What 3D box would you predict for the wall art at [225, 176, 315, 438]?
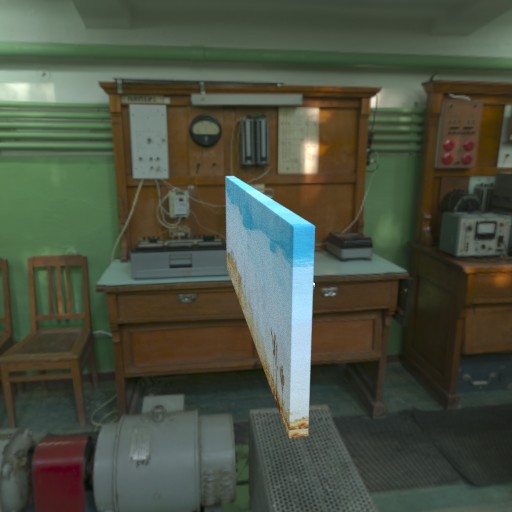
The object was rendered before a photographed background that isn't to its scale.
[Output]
[{"bbox_3d":[0.000,0.000,0.856,0.044,0.254,0.759,-2,14,-9],"label":"wall art"}]
